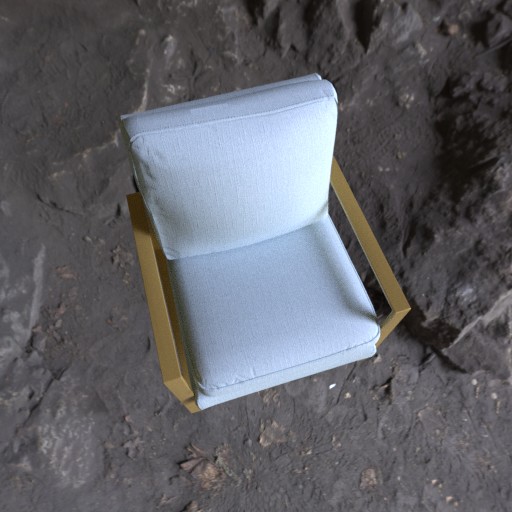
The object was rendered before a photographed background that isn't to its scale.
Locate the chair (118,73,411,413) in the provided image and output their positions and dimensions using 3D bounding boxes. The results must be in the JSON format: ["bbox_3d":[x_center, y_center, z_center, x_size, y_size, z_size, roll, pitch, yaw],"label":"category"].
[{"bbox_3d":[0.000,0.000,1.536,0.758,0.956,0.813,-15,64,-7],"label":"chair"}]
